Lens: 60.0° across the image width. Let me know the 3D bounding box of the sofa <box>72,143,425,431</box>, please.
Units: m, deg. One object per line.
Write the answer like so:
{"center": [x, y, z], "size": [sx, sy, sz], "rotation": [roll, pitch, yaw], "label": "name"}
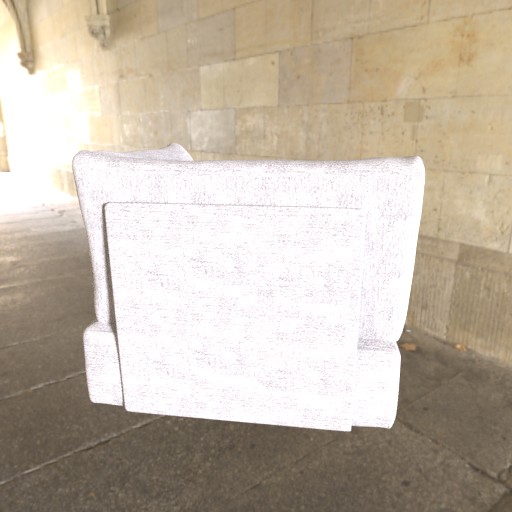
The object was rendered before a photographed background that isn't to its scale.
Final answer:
{"center": [0.000, 0.000, 1.704], "size": [1.000, 0.820, 1.000], "rotation": [2, 16, 8], "label": "sofa"}
